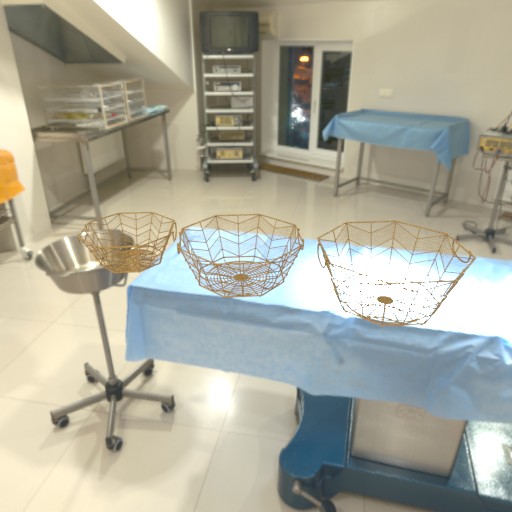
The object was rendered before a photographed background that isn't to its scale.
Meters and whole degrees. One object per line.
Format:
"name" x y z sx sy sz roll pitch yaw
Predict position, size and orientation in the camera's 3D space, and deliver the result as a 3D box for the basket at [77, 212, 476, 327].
"basket" 0.000 0.000 1.403 1.245 0.178 0.432 8 27 16
